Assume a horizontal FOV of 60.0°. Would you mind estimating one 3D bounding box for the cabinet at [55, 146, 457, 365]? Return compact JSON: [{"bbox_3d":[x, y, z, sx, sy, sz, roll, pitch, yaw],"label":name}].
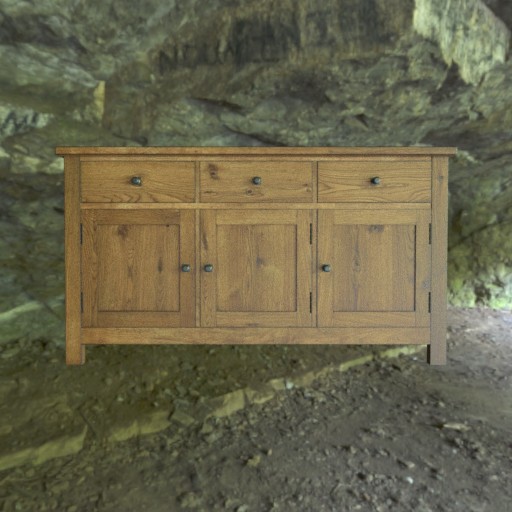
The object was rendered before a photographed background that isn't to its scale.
[{"bbox_3d":[0.000,0.000,1.865,1.474,0.813,0.480,0,1,0],"label":"cabinet"}]
